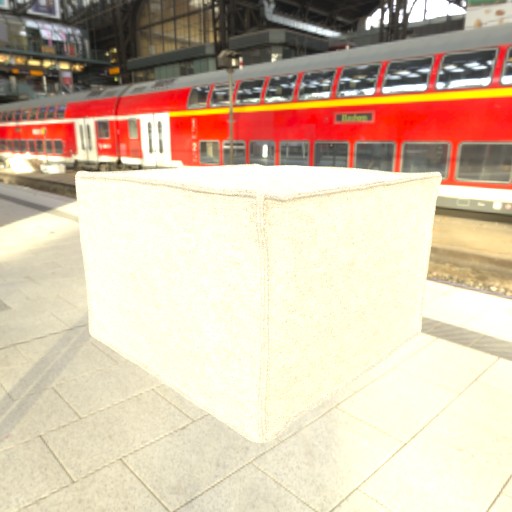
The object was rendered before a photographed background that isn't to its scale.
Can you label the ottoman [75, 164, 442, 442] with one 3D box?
[{"bbox_3d":[0.000,0.000,1.182,0.707,0.470,0.696,14,21,43],"label":"ottoman"}]
